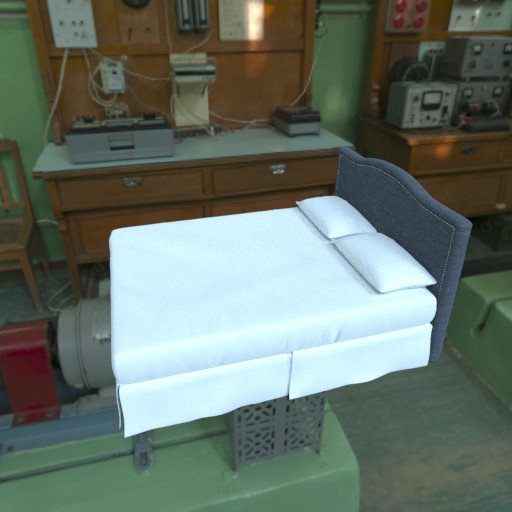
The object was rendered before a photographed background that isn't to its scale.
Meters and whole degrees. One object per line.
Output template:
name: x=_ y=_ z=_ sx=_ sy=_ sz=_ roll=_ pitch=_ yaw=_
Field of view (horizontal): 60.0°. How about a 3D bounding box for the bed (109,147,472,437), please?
bed: x=0.000 y=0.000 z=4.041 sx=2.689 sy=1.457 sz=2.161 roll=-8 pitch=31 yaw=-14
